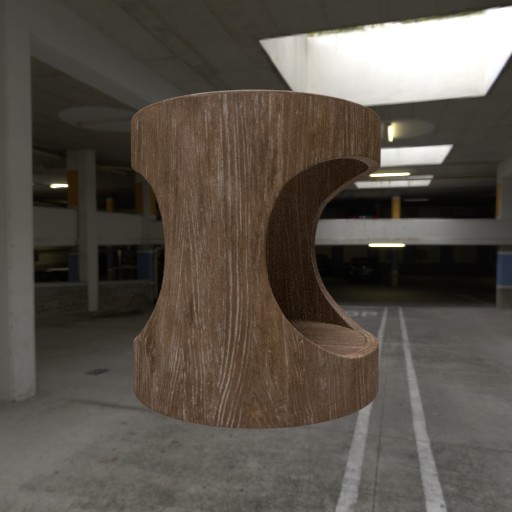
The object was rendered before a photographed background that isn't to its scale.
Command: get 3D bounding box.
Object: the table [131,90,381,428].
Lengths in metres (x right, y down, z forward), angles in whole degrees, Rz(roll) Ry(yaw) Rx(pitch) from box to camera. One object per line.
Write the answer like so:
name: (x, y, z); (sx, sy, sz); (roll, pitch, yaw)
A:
table: (0.000, 0.000, 0.980); (0.527, 0.551, 0.527); (0, 2, 0)
